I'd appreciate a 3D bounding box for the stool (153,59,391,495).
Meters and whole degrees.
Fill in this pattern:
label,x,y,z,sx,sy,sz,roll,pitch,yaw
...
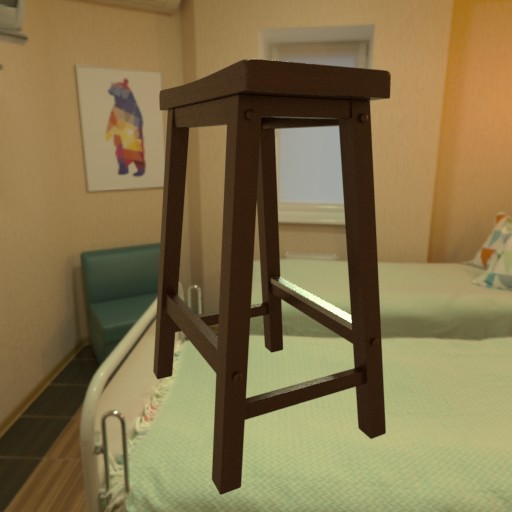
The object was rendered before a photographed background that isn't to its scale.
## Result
label,x,y,z,sx,sy,sz,roll,pitch,yaw
stool,0.000,0.000,0.830,0.322,0.610,0.406,-7,16,-26
